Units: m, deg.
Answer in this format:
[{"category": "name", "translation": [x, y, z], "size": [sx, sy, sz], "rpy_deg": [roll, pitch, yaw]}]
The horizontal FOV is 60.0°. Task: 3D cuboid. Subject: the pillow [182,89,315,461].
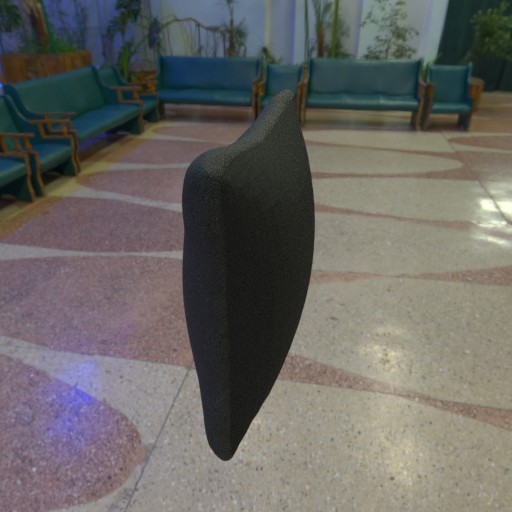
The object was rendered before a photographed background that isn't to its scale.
[{"category": "pillow", "translation": [0.000, 0.000, 0.836], "size": [0.210, 0.523, 0.533], "rpy_deg": [7, 30, 12]}]
